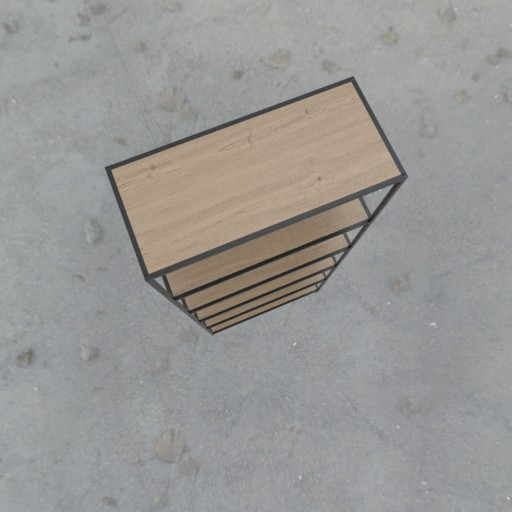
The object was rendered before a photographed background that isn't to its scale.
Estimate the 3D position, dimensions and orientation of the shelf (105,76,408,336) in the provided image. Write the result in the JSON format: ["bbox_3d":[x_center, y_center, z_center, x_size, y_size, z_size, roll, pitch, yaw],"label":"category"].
[{"bbox_3d":[0.000,0.000,2.127,0.770,1.850,0.350,-22,76,-6],"label":"shelf"}]
